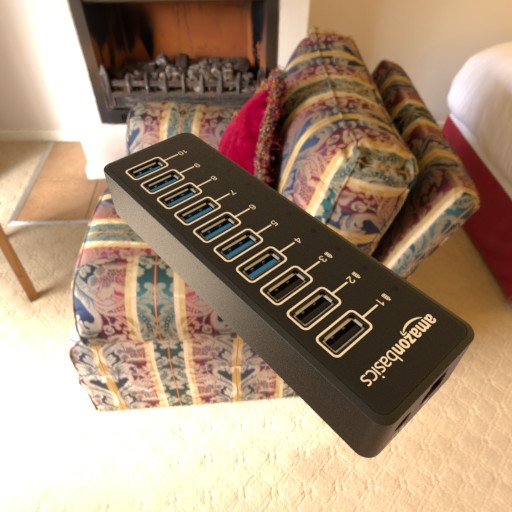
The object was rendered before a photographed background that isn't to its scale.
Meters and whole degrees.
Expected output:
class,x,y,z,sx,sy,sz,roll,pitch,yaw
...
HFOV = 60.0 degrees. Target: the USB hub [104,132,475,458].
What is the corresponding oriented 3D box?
class,x,y,z,sx,sy,sz,roll,pitch,yaw
USB hub,0.000,0.000,0.162,0.044,0.023,0.145,-32,54,-27
